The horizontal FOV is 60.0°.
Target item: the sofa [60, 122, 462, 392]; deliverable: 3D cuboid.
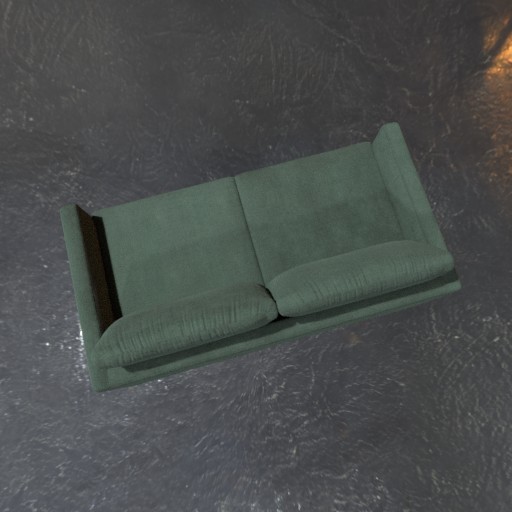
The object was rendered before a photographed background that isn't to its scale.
[{"bbox_3d":[0.000,0.000,2.192,1.676,0.817,0.875,-15,77,-4],"label":"sofa"}]
